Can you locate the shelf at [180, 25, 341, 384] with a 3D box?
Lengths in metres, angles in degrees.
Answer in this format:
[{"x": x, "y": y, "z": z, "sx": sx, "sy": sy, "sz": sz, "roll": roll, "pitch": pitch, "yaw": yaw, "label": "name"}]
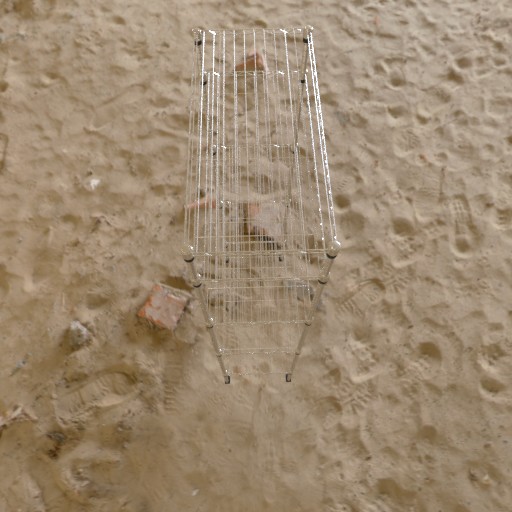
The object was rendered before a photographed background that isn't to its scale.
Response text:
[{"x": 0.000, "y": 0.000, "z": 1.849, "sx": 0.356, "sy": 1.587, "sz": 0.762, "roll": -2, "pitch": 64, "yaw": -1, "label": "shelf"}]
